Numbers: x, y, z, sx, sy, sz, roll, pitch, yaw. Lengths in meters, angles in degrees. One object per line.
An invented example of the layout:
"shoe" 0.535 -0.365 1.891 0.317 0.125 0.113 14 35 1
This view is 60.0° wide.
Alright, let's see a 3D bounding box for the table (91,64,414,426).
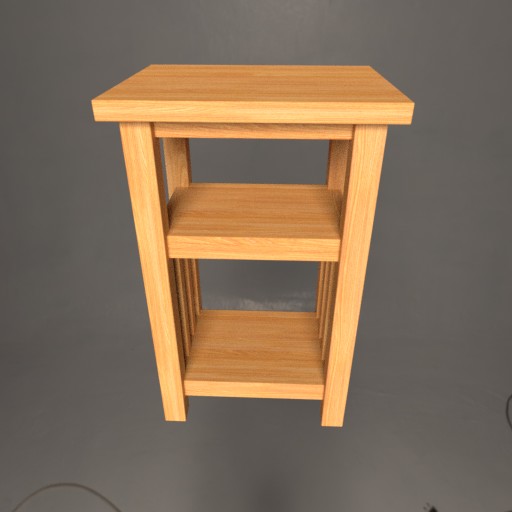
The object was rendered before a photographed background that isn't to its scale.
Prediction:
"table" 0.000 0.000 0.735 0.350 0.550 0.270 1 31 2
